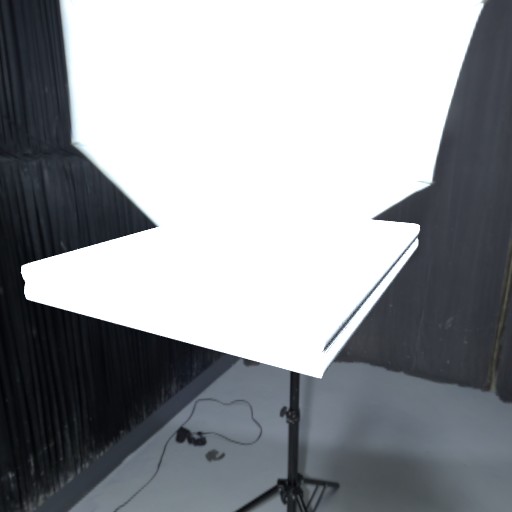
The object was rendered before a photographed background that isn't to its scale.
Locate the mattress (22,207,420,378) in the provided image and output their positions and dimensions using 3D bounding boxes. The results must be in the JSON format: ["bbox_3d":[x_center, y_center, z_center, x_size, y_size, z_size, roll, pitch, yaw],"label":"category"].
[{"bbox_3d":[0.000,0.000,2.718,1.600,0.200,2.000,8,18,27],"label":"mattress"}]
